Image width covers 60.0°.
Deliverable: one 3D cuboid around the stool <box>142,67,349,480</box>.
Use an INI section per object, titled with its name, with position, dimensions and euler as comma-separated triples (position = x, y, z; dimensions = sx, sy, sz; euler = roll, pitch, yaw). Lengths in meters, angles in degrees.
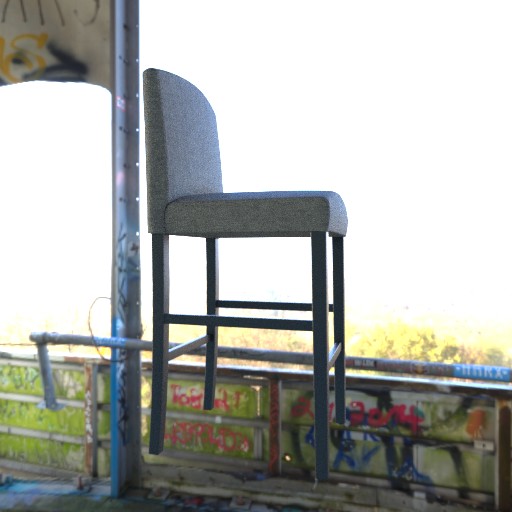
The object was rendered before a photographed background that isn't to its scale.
[stool]
position = 0.000, 0.000, 1.389
dimensions = 0.552, 1.138, 0.451
euler = 0, 0, 17
